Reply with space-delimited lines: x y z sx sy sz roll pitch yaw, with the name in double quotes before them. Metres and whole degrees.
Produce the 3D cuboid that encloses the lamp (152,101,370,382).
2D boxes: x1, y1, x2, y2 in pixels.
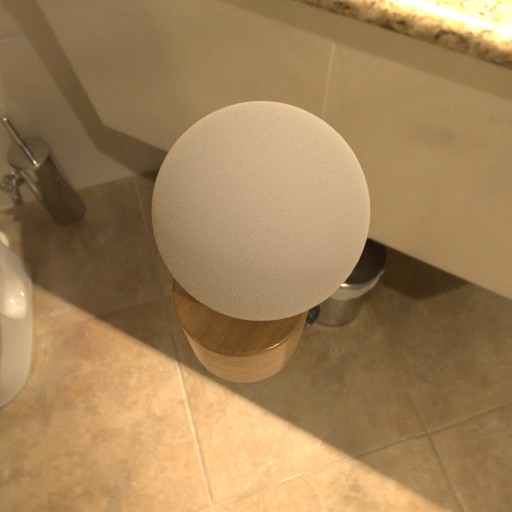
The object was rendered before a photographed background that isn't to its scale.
"lamp" 0.000 0.000 0.342 0.141 0.250 0.152 33 68 15
